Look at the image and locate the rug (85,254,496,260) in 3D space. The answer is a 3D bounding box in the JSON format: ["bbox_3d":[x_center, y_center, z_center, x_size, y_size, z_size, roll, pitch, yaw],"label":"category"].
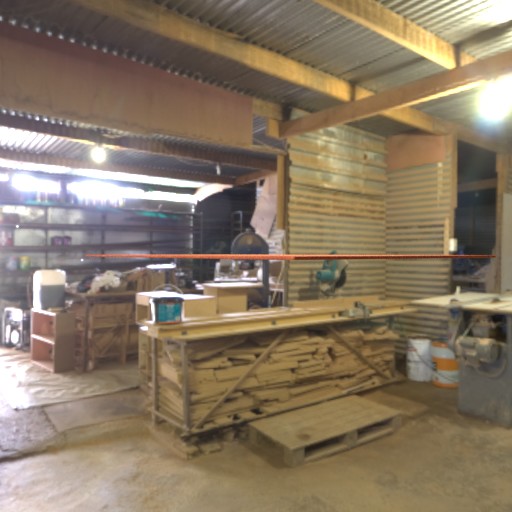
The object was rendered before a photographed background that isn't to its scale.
[{"bbox_3d":[0.000,0.000,2.990,1.524,0.014,2.438,0,0,-38],"label":"rug"}]
